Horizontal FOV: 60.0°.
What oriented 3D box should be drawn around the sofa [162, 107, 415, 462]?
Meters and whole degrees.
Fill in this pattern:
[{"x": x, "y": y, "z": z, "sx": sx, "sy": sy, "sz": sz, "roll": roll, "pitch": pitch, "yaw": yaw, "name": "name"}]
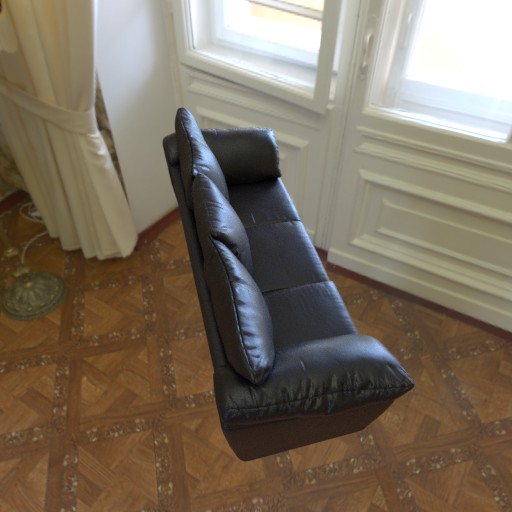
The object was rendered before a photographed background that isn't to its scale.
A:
[{"x": 0.000, "y": 0.000, "z": 2.822, "sx": 0.880, "sy": 1.073, "sz": 2.336, "roll": -11, "pitch": 48, "yaw": -10, "name": "sofa"}]
